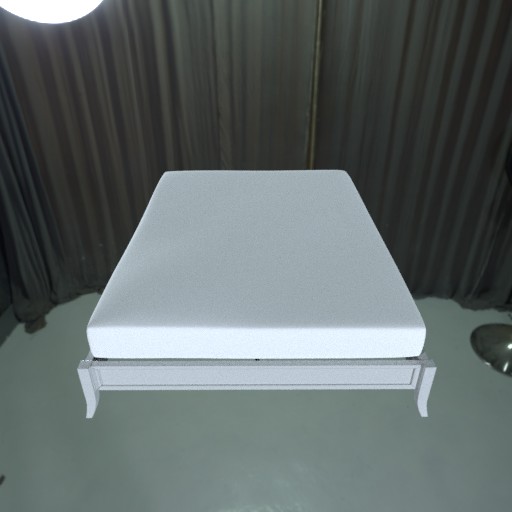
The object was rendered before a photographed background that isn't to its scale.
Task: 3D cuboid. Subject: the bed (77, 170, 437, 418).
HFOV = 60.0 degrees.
[{"bbox_3d":[0.000,0.000,2.851,1.604,0.510,2.108,0,31,0],"label":"bed"}]
